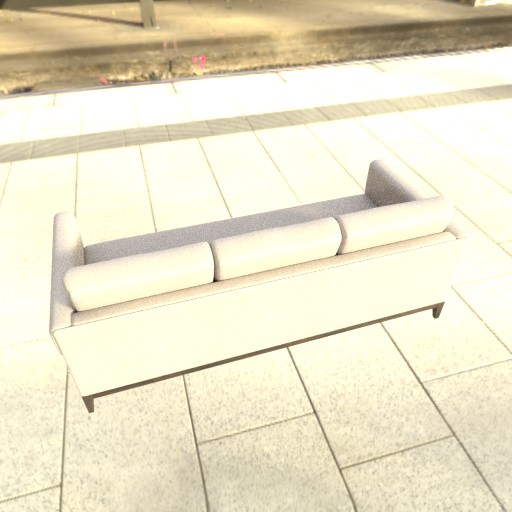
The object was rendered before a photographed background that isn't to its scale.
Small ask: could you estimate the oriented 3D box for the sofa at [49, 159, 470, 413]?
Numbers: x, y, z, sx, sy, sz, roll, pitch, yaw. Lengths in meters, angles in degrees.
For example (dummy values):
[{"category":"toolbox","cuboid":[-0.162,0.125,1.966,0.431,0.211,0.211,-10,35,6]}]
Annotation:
[{"category":"sofa","cuboid":[0.000,0.000,2.671,2.210,0.838,0.959,-12,41,-14]}]
